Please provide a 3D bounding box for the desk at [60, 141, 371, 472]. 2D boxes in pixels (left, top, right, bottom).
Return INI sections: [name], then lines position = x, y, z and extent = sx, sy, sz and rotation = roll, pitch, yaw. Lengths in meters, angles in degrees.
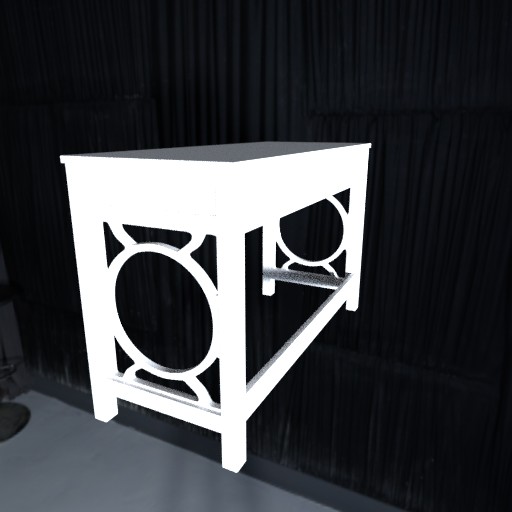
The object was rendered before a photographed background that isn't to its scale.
[desk]
position = 0.000, 0.000, 1.605
extent = 0.504, 0.762, 1.191
rotation = 8, 18, 26
